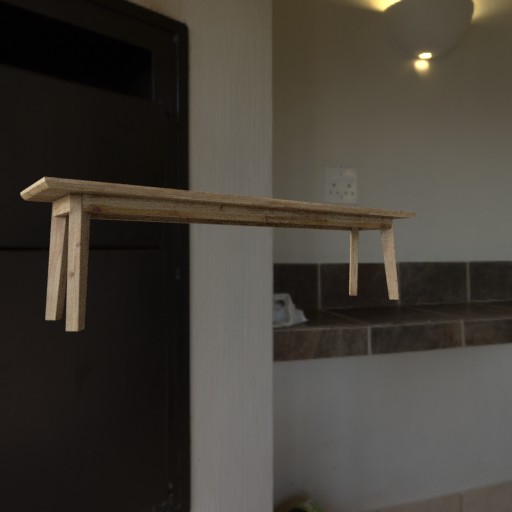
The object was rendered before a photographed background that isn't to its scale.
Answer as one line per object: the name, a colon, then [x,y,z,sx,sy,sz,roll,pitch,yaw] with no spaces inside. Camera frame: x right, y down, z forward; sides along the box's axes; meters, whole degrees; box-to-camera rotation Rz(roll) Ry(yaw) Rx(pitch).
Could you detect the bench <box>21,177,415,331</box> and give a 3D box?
bench: [0.000,0.000,1.849,1.698,0.431,0.378,0,0,-37]
